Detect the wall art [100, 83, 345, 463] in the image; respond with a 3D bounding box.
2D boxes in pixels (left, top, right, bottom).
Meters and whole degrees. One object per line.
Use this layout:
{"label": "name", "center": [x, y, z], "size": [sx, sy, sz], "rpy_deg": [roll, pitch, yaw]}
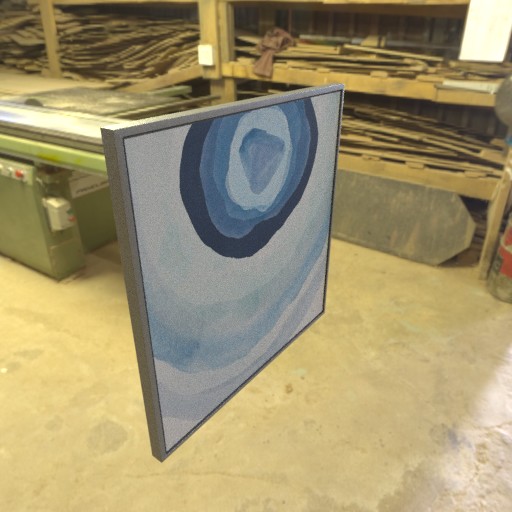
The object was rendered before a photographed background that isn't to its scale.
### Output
{"label": "wall art", "center": [0.000, 0.000, 1.201], "size": [0.038, 0.807, 0.809], "rpy_deg": [19, 33, 33]}
